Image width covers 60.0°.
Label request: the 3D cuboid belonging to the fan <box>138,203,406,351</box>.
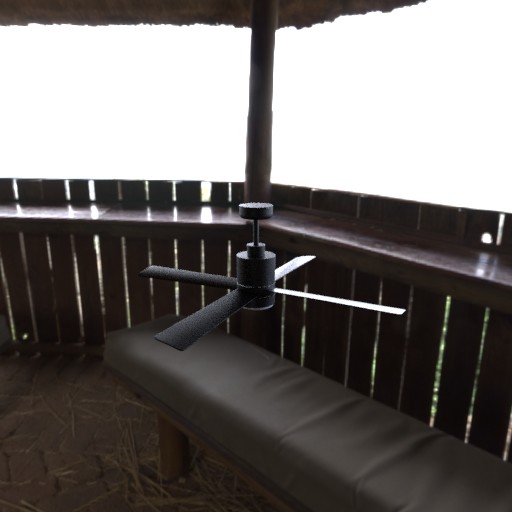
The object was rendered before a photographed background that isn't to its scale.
[{"bbox_3d":[0.000,0.000,2.324,1.525,0.534,1.525,7,16,27],"label":"fan"}]
